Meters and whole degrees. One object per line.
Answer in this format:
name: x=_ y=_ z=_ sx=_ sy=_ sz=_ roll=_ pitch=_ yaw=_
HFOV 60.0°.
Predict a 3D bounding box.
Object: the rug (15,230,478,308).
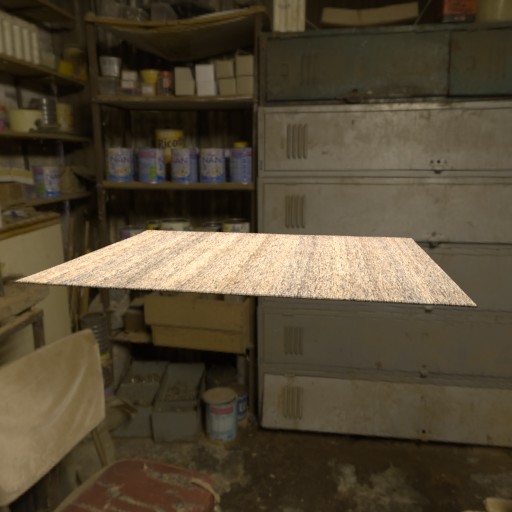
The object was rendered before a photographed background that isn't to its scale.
rug: x=0.000 y=0.000 z=4.166 sx=3.199 sy=0.036 sz=2.414 roll=2 pitch=13 yaw=10
